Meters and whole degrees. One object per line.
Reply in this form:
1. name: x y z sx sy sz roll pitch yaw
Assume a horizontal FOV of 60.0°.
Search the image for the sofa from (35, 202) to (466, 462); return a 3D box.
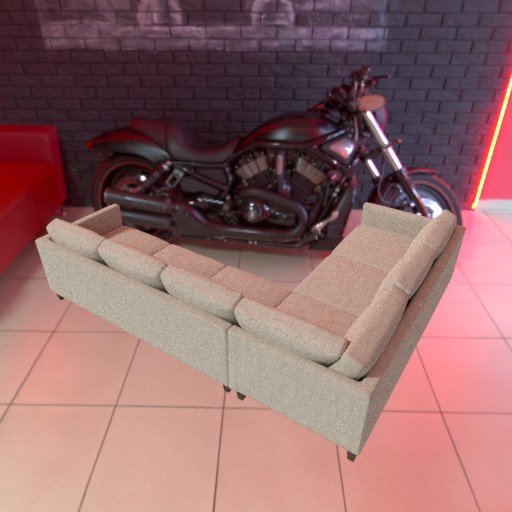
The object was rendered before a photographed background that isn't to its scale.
1. sofa: 0.000 0.000 4.212 3.182 0.863 2.432 20 38 28
